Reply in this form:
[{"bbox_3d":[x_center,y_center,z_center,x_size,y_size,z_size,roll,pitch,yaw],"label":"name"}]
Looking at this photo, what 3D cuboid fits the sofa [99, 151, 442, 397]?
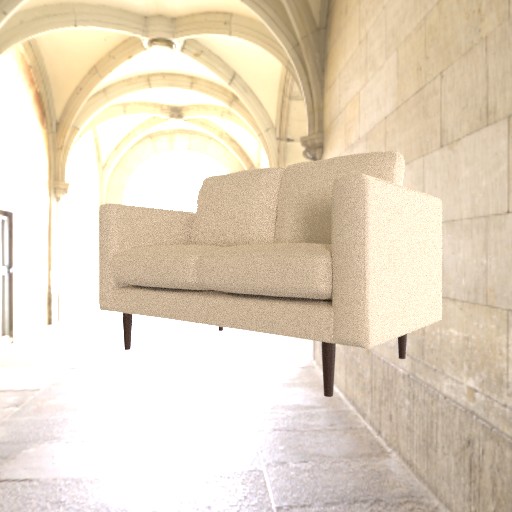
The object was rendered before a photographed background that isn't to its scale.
[{"bbox_3d":[0.000,0.000,2.032,1.430,0.908,0.796,0,1,39],"label":"sofa"}]
